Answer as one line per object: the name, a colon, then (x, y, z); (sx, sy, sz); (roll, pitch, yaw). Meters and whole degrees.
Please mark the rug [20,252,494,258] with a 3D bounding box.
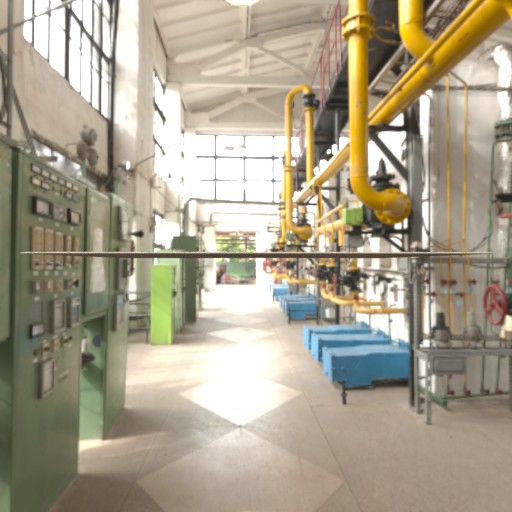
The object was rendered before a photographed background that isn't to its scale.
rug: (0.000, 0.000, 3.964); (2.980, 0.012, 2.363); (0, -1, -1)
